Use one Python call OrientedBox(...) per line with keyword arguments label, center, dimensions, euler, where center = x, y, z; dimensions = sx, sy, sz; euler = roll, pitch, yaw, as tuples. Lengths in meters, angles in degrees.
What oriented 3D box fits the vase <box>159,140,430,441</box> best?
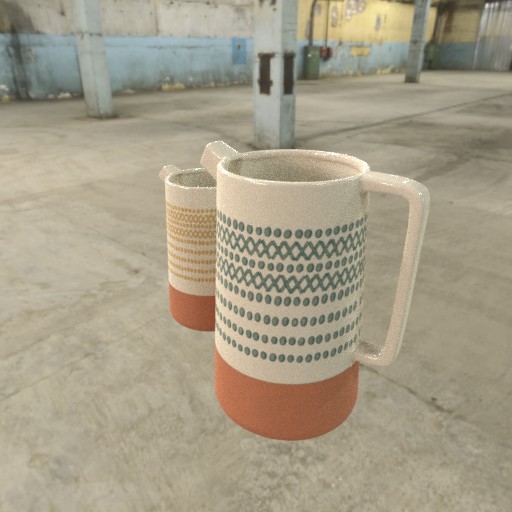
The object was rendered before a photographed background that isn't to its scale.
OrientedBox(label="vase", center=(0.000, 0.000, 0.470), dimensions=(0.168, 0.247, 0.326), euler=(-8, 25, -17))
